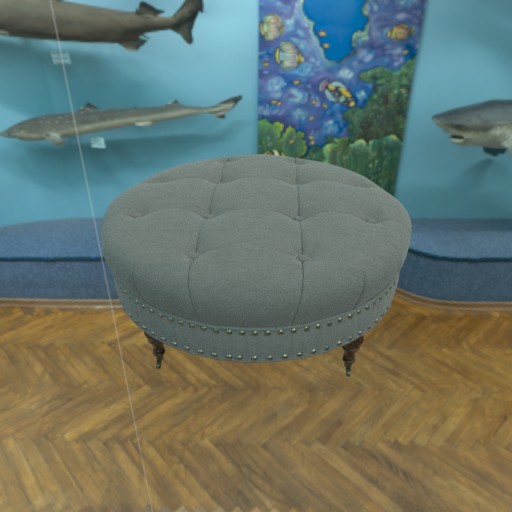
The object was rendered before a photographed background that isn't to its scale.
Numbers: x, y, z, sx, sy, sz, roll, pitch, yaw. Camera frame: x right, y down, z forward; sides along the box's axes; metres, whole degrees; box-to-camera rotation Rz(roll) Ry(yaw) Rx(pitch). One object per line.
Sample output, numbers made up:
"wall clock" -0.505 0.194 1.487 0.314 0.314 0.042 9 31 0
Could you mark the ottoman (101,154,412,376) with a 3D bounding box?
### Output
"ottoman" 0.000 0.000 1.377 0.901 0.439 0.901 0 30 0
